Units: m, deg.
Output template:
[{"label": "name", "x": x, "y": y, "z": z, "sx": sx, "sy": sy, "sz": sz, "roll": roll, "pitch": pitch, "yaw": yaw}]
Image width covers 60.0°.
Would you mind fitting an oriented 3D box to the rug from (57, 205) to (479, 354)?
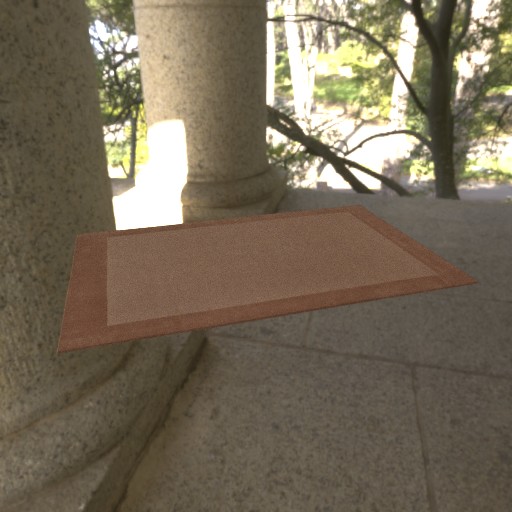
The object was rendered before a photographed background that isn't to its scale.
[{"label": "rug", "x": 0.000, "y": 0.000, "z": 3.091, "sx": 2.438, "sy": 0.014, "sz": 1.524, "roll": -7, "pitch": 27, "yaw": -15}]
